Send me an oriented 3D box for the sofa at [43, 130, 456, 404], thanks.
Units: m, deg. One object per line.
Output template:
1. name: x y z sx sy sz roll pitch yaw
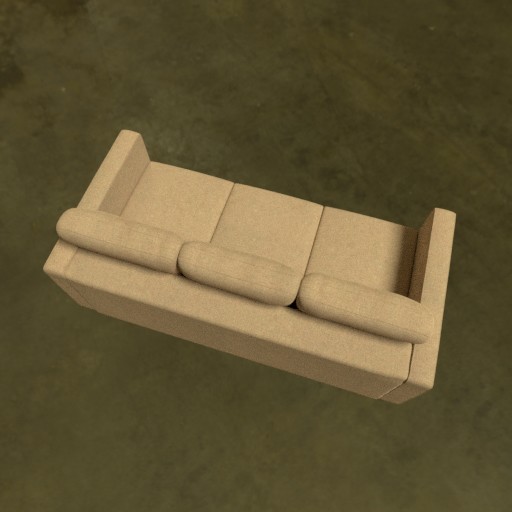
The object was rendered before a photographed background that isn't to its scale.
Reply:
1. sofa: 0.000 0.000 2.346 1.855 0.800 0.930 16 65 8
